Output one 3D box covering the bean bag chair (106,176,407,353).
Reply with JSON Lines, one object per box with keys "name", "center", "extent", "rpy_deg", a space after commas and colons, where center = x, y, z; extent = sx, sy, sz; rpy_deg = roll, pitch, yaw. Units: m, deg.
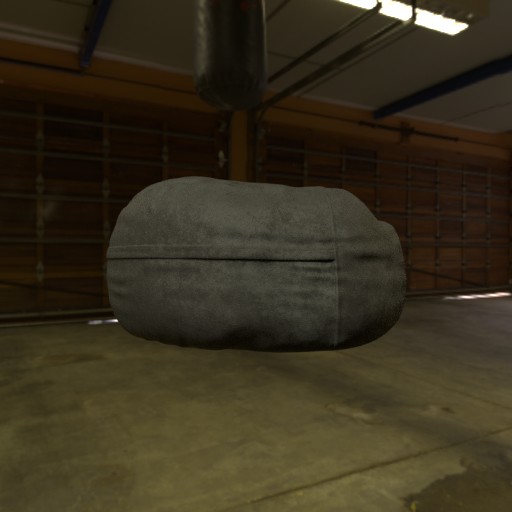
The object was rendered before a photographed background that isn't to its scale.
{"name": "bean bag chair", "center": [0.000, 0.000, 2.370], "extent": [1.525, 0.751, 1.525], "rpy_deg": [0, 1, 0]}
